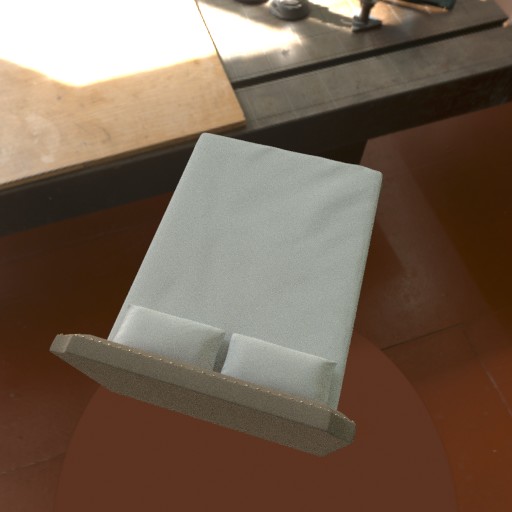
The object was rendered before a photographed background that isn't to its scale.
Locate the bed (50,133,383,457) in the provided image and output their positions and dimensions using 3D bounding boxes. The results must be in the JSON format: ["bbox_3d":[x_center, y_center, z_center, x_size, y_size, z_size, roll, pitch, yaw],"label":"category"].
[{"bbox_3d":[0.000,0.000,3.341,1.703,1.415,2.329,14,63,7],"label":"bed"}]
